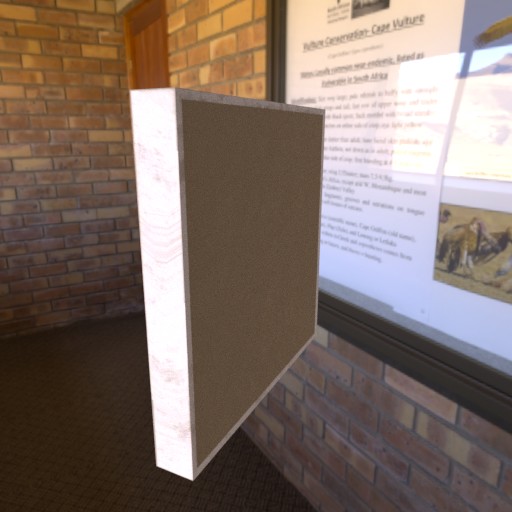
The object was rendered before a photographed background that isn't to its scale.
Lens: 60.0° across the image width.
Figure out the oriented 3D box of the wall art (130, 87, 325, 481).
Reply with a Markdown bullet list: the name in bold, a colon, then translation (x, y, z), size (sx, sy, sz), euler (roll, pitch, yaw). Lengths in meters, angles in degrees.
- **wall art**: translation (0.000, 0.000, 0.463), size (0.038, 0.303, 0.305), euler (8, 17, 26)
